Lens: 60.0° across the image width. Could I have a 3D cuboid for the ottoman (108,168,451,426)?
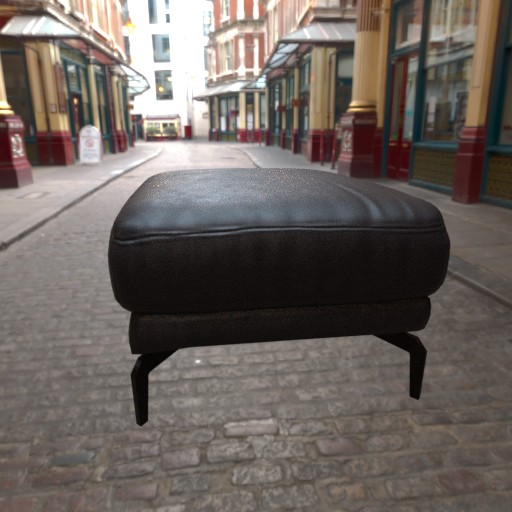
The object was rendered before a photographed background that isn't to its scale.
[{"bbox_3d":[0.000,0.000,1.067,0.570,0.402,0.764,-2,16,-9],"label":"ottoman"}]
